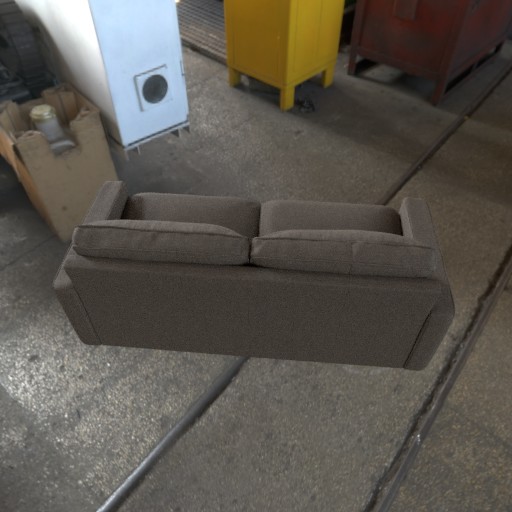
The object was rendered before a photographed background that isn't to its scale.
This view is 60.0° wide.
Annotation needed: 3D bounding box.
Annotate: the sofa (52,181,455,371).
[{"bbox_3d":[0.000,0.000,2.628,2.080,0.919,0.940,4,48,3],"label":"sofa"}]
